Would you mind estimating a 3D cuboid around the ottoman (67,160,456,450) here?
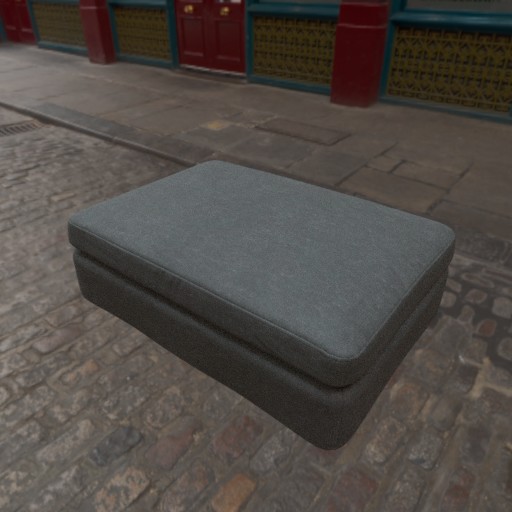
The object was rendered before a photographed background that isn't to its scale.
[{"bbox_3d":[0.000,0.000,1.645,1.199,0.429,0.840,22,38,32],"label":"ottoman"}]
